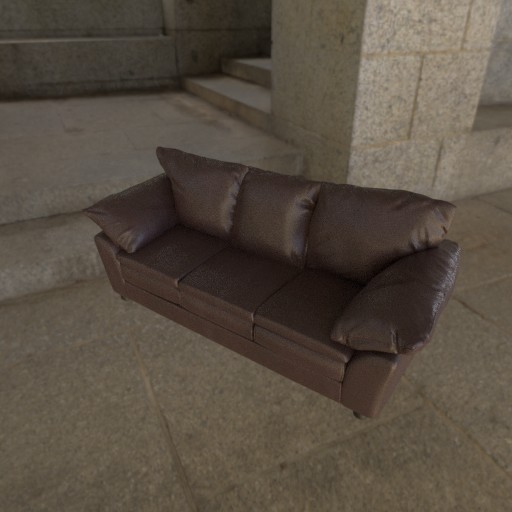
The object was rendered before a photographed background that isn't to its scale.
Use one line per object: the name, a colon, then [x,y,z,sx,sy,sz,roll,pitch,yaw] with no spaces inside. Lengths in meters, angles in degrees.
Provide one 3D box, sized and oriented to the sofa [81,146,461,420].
sofa: [0.000,0.000,2.883,2.390,1.091,0.907,19,35,30]
